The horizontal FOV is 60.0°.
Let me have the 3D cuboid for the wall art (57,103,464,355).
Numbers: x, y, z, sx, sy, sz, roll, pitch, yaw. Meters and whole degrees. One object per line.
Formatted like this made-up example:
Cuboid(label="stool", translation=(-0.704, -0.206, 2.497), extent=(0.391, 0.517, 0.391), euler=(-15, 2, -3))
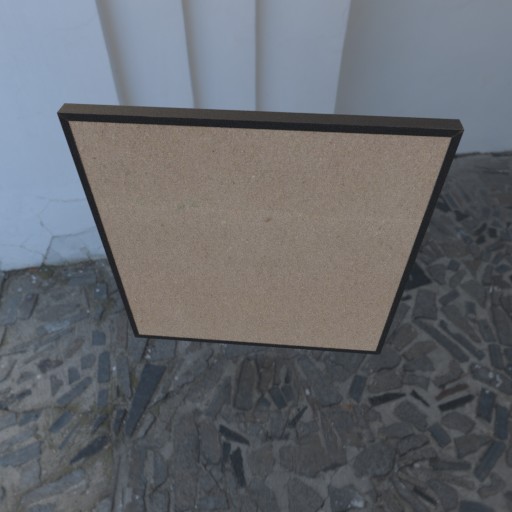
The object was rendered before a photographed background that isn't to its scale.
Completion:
Cuboid(label="wall art", translation=(0.000, 0.000, 1.112), extent=(0.762, 0.762, 0.038), euler=(3, 46, 3))
